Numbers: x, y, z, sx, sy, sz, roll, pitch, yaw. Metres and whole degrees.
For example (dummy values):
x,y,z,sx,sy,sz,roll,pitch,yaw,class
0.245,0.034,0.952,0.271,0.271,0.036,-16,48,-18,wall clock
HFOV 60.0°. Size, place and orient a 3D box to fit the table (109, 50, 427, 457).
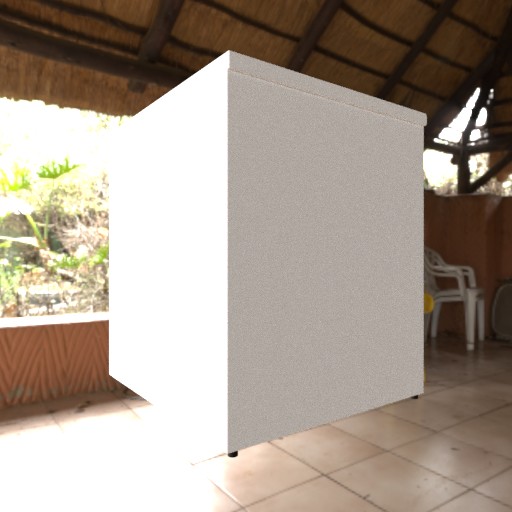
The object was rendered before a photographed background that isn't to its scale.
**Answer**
x,y,z,sx,sy,sz,roll,pitch,yaw,class
0.000,0.000,0.776,0.380,0.460,0.420,0,0,-36,table
